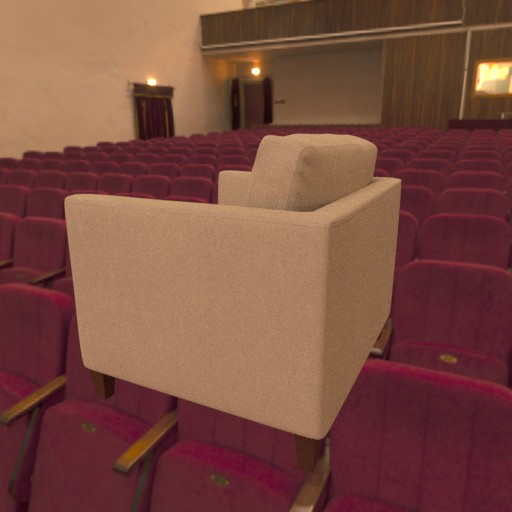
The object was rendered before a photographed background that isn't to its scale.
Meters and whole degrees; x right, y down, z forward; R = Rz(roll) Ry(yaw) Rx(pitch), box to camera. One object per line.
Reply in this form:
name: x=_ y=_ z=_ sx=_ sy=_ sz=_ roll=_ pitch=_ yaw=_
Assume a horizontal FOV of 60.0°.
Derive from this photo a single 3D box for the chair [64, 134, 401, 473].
chair: x=0.000 y=0.000 z=1.797 sx=0.959 sy=0.961 sz=1.107 roll=8 pitch=18 yaw=25
